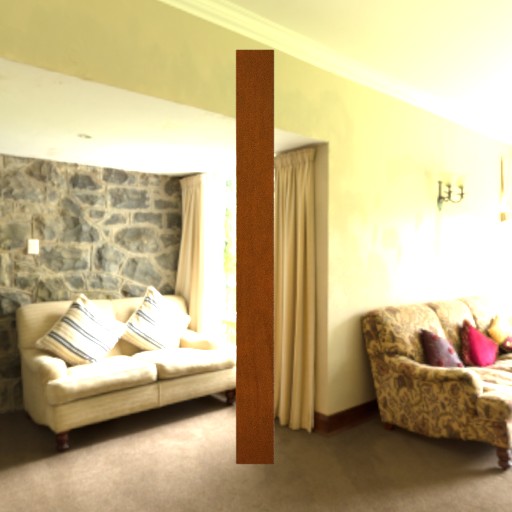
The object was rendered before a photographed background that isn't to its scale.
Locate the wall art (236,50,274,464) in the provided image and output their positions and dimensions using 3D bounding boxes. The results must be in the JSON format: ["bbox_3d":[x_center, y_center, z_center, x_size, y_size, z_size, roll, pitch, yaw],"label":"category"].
[{"bbox_3d":[0.000,0.000,0.551,0.030,0.328,0.401,0,0,0],"label":"wall art"}]
